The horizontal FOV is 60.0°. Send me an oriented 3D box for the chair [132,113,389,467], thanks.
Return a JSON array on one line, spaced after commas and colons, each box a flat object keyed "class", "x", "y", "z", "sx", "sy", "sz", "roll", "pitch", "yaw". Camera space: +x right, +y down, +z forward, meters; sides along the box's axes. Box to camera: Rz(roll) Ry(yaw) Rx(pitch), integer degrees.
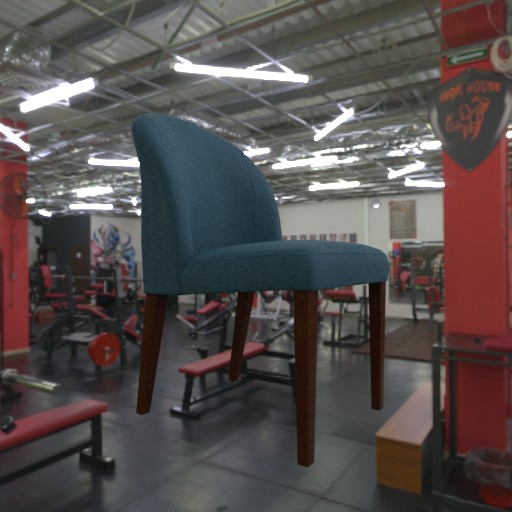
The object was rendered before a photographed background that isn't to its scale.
[{"class": "chair", "x": 0.000, "y": 0.000, "z": 1.256, "sx": 0.620, "sy": 0.879, "sz": 0.507, "roll": 0, "pitch": 0, "yaw": 36}]
